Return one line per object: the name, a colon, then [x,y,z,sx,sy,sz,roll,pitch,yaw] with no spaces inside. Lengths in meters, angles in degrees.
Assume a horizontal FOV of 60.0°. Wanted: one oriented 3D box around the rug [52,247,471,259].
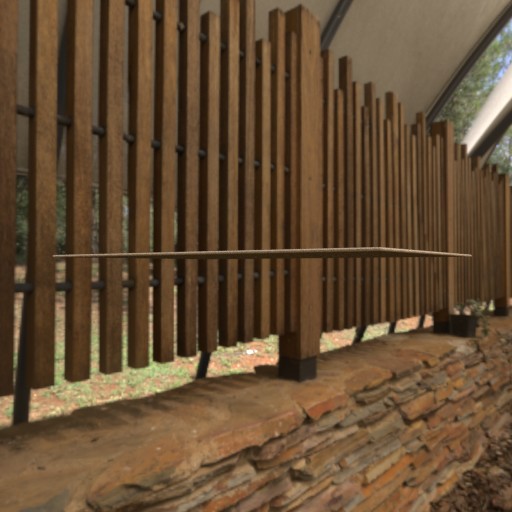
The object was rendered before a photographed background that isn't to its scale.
rug: [0.000,0.000,2.315,1.829,0.010,1.219,-1,-1,37]
